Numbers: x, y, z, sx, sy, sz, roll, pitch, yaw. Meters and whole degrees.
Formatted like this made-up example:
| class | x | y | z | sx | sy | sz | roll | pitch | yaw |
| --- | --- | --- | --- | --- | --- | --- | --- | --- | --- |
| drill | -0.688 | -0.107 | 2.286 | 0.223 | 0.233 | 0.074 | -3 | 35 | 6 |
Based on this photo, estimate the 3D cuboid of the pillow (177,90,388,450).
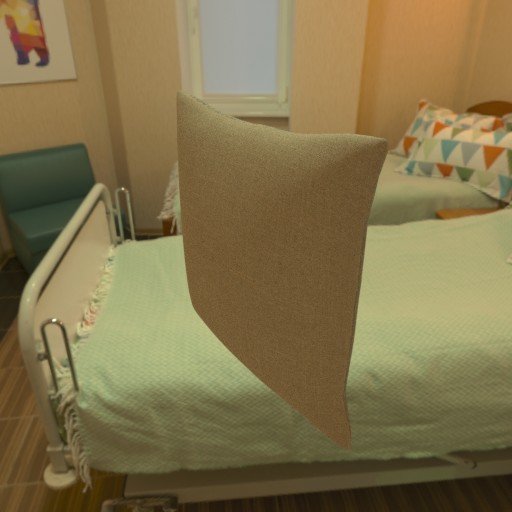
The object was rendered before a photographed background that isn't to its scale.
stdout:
| class | x | y | z | sx | sy | sz | roll | pitch | yaw |
| --- | --- | --- | --- | --- | --- | --- | --- | --- | --- |
| pillow | 0.000 | 0.000 | 0.787 | 0.178 | 0.506 | 0.512 | -19 | 33 | -31 |
